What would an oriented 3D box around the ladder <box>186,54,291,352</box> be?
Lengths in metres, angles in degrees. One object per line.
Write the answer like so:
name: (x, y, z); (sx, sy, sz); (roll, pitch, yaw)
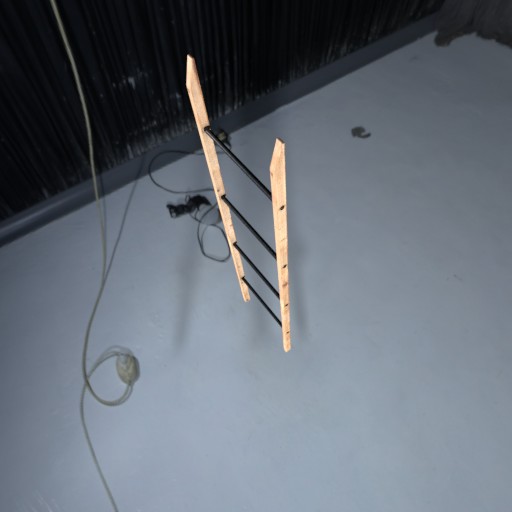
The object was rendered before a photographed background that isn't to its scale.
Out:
ladder: (0.000, 0.000, 1.971); (0.200, 1.805, 0.442); (-33, 64, -18)
